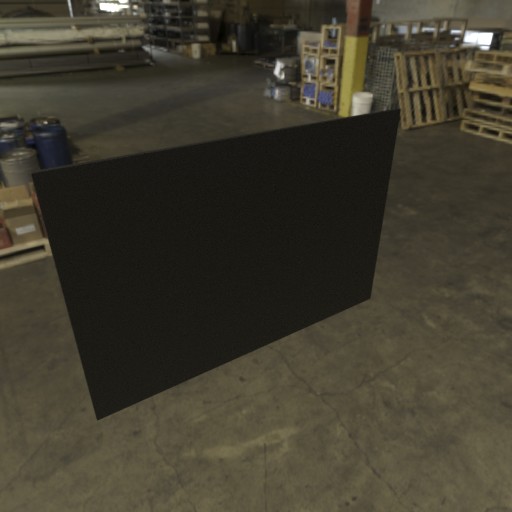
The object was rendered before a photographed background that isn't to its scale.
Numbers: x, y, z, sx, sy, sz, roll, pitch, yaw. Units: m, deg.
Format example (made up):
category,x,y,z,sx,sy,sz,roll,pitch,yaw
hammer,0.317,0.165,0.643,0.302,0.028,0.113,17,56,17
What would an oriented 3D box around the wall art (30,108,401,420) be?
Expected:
category,x,y,z,sx,sy,sz,roll,pitch,yaw
wall art,0.000,0.000,1.466,1.192,0.811,0.013,-18,35,-28
